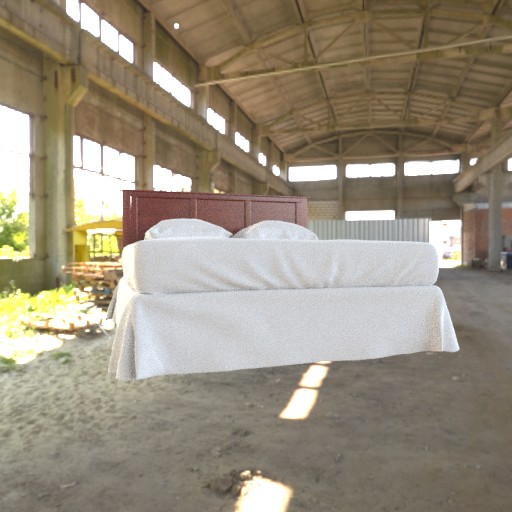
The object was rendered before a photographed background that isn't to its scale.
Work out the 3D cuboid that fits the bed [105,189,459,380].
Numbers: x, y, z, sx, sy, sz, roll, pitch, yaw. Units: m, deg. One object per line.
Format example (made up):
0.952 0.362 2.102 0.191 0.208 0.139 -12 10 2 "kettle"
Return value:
0.000 0.000 3.567 2.314 1.271 2.219 0 1 -18 "bed"
